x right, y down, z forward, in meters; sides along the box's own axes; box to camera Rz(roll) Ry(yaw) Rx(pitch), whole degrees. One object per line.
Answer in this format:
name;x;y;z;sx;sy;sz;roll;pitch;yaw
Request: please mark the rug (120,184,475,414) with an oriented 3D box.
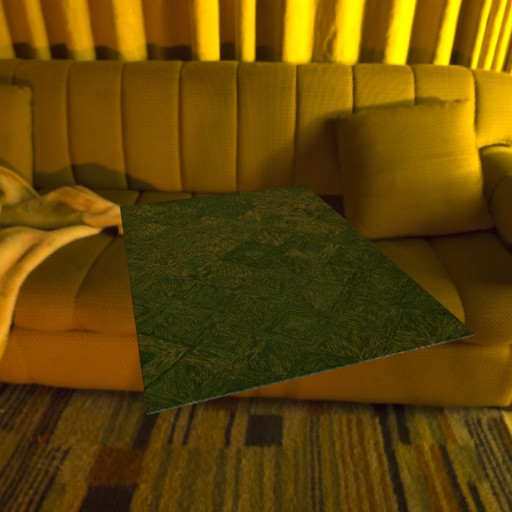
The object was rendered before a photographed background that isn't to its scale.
rug;0.000;0.000;4.310;2.405;0.027;3.217;-9;31;-15
